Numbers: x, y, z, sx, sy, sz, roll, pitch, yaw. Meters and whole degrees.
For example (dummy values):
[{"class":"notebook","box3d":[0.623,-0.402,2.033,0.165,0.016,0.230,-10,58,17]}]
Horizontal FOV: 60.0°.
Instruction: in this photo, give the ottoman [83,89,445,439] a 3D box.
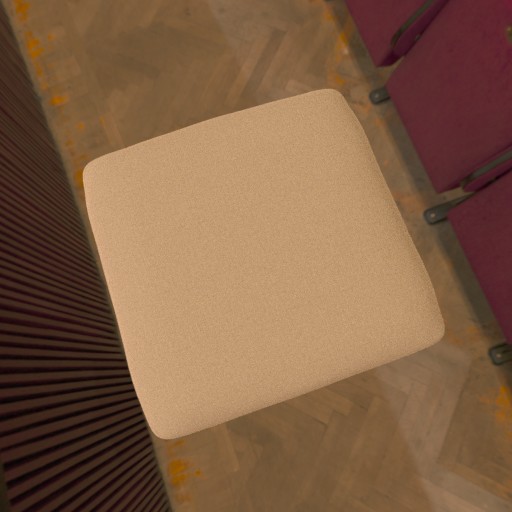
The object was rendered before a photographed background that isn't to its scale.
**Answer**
[{"class":"ottoman","box3d":[0.000,0.000,1.578,0.996,0.467,0.977,-19,77,-5]}]
